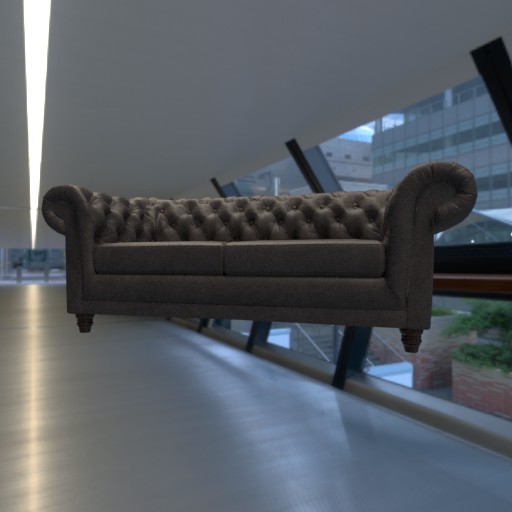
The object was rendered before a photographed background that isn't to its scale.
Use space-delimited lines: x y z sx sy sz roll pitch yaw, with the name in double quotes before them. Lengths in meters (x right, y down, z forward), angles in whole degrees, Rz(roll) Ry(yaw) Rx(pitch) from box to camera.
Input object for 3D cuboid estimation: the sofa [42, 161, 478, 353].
"sofa" 0.000 0.000 2.402 2.048 0.779 0.944 0 0 18
